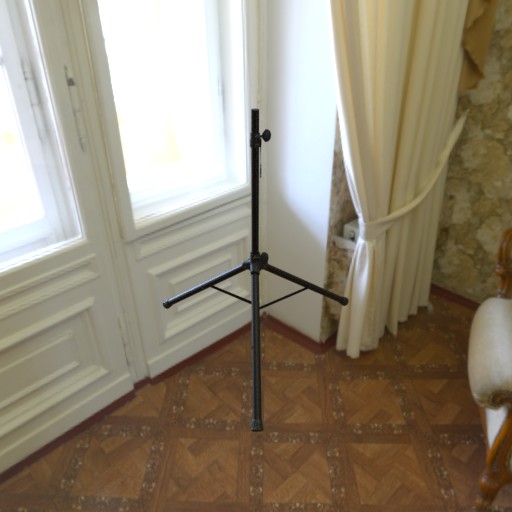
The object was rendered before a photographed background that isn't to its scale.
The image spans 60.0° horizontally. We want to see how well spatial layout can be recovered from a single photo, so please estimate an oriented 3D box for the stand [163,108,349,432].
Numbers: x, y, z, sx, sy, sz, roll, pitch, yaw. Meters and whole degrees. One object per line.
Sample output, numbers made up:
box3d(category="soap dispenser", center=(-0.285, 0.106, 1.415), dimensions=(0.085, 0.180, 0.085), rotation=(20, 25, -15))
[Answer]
box3d(category="stand", center=(0.000, 0.000, 1.870), dimensions=(1.045, 1.136, 0.907), rotation=(0, 30, 0))
